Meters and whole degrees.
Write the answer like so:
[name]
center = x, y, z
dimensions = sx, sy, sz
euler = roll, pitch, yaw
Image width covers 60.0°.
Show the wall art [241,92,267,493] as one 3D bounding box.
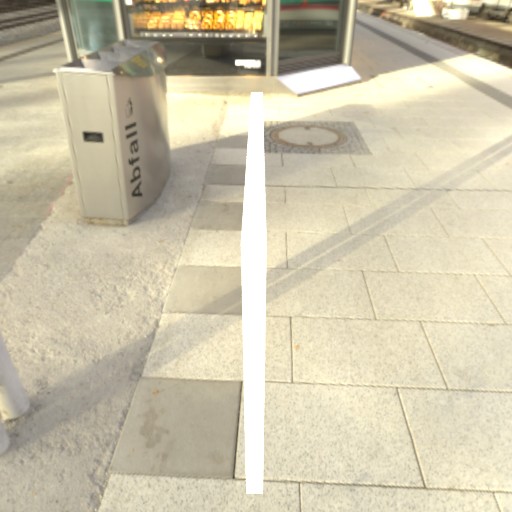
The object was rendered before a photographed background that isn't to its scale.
[wall art]
center = 0.000, 0.000, 1.676
dimensions = 0.051, 0.902, 1.308
euler = 0, 33, 0
